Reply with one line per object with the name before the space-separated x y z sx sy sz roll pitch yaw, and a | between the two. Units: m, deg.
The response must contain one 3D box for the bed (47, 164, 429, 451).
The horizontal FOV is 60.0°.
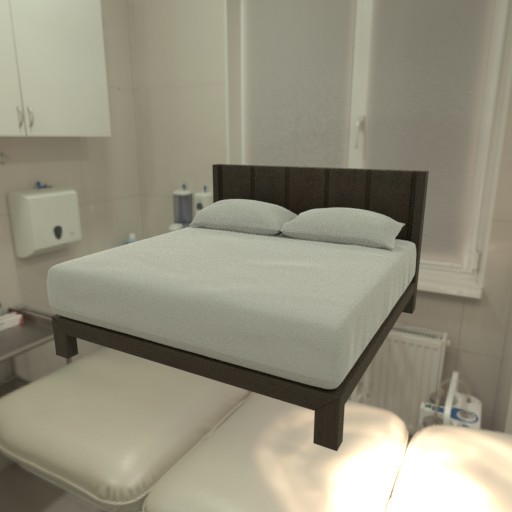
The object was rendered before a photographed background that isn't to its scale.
bed | 0.000 0.000 3.498 2.143 1.261 2.238 8 17 28
